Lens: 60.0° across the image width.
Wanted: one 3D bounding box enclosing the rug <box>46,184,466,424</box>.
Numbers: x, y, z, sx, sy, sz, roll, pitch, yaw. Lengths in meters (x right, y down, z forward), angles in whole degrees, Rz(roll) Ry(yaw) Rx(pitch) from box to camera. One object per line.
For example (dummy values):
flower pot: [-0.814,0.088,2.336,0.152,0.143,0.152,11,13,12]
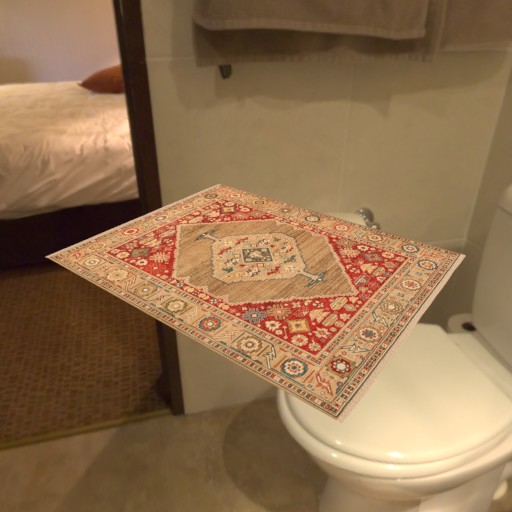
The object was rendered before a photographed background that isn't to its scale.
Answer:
rug: [0.000,0.000,4.190,3.143,0.008,2.451,21,36,32]
